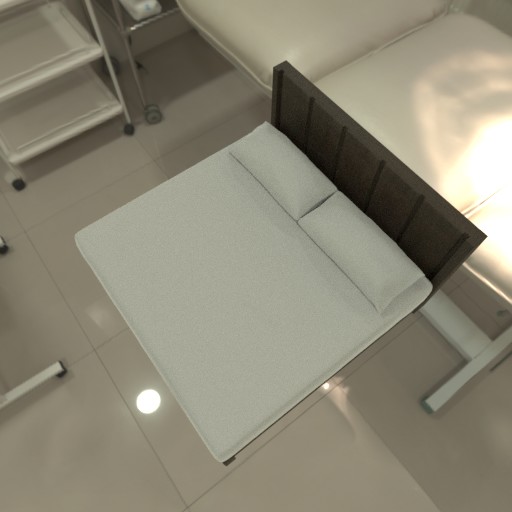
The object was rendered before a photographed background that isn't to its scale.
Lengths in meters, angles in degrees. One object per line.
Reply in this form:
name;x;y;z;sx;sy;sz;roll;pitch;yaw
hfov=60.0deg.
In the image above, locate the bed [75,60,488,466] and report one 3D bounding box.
bed;0.000;0.000;3.571;2.238;1.261;2.143;-34;67;-16
